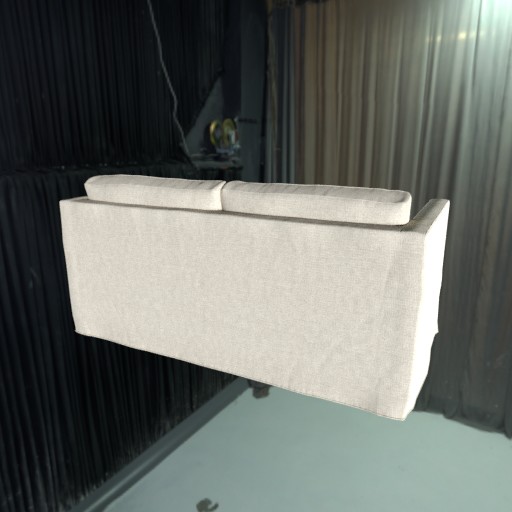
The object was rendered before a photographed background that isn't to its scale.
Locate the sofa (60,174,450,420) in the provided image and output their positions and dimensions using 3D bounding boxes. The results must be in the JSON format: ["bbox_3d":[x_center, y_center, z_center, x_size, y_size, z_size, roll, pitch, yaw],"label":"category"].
[{"bbox_3d":[0.000,0.000,2.291,1.766,0.828,0.956,8,17,26],"label":"sofa"}]
